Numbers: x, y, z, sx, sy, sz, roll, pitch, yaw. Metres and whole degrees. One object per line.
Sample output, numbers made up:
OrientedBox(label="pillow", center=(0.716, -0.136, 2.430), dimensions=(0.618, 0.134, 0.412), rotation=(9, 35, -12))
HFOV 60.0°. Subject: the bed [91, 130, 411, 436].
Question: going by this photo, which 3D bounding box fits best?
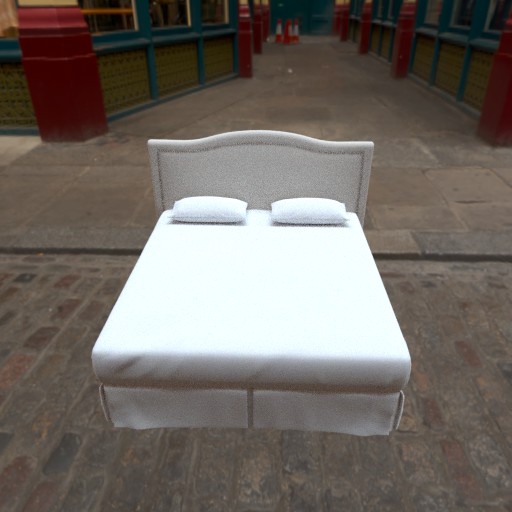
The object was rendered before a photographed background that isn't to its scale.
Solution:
OrientedBox(label="bed", center=(0.000, 0.000, 3.479), dimensions=(2.083, 1.421, 2.182), rotation=(1, 30, 2))
